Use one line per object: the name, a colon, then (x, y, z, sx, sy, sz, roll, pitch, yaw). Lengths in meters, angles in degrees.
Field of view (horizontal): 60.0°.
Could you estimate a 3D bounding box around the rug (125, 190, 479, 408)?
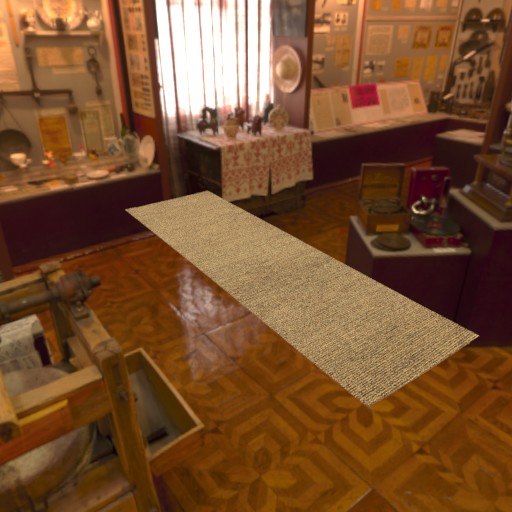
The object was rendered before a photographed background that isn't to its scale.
rug: (0.000, 0.000, 2.561, 0.697, 0.013, 2.335, -18, 32, -31)
